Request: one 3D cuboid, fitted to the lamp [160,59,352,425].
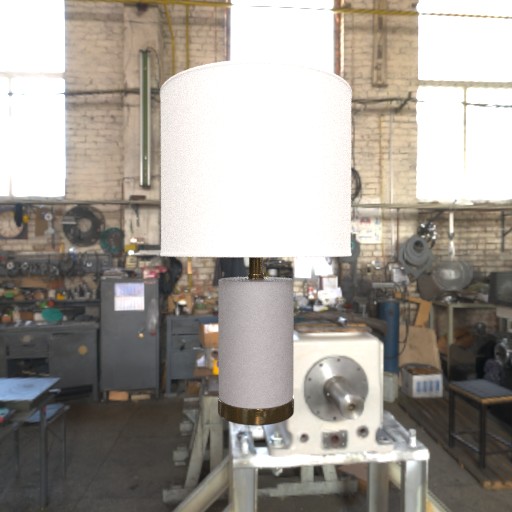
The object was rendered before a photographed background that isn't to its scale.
[{"bbox_3d":[0.000,0.000,0.542,0.229,0.380,0.229,0,1,0],"label":"lamp"}]
